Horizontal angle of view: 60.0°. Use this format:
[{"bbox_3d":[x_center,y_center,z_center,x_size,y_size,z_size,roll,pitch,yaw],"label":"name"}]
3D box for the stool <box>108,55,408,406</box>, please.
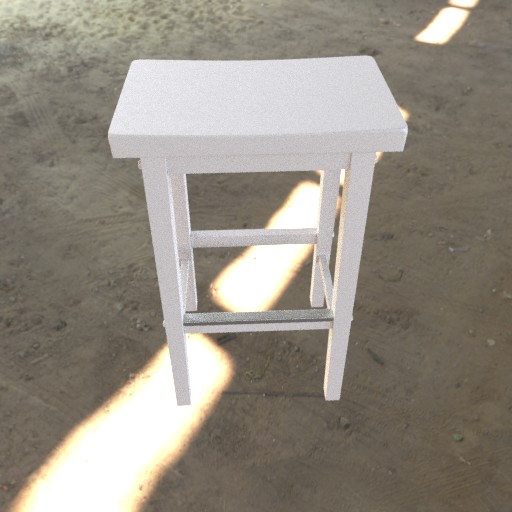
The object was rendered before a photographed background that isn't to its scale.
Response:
[{"bbox_3d":[0.000,0.000,0.942,0.406,0.742,0.322,-2,48,-2],"label":"stool"}]
